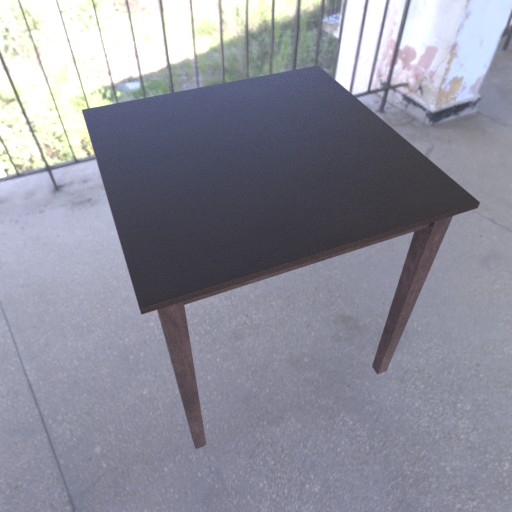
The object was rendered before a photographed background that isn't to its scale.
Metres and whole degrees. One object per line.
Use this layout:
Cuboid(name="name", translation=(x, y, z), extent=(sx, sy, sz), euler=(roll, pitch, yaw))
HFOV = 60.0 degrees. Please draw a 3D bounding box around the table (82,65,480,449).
Cuboid(name="table", translation=(0.000, 0.000, 1.385), extent=(0.749, 0.770, 0.749), euler=(-17, 49, -15))
